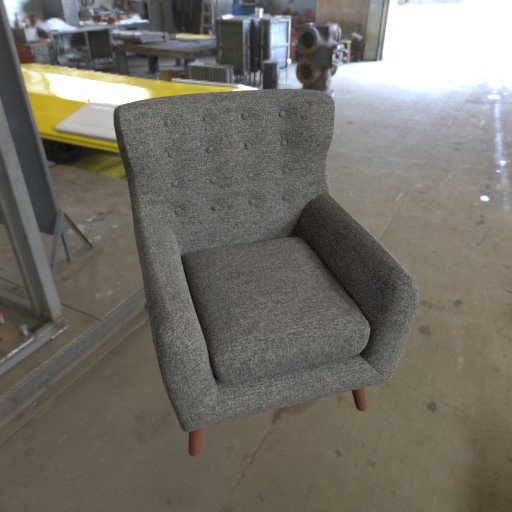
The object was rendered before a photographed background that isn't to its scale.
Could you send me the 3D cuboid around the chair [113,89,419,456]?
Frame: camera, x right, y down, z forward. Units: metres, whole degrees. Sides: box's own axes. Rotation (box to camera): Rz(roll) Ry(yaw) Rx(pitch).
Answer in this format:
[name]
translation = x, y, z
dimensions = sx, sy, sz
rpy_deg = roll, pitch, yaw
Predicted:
[chair]
translation = 0.000, 0.000, 1.702
dimensions = 0.889, 1.039, 0.940
rpy_deg = -9, 33, -14
